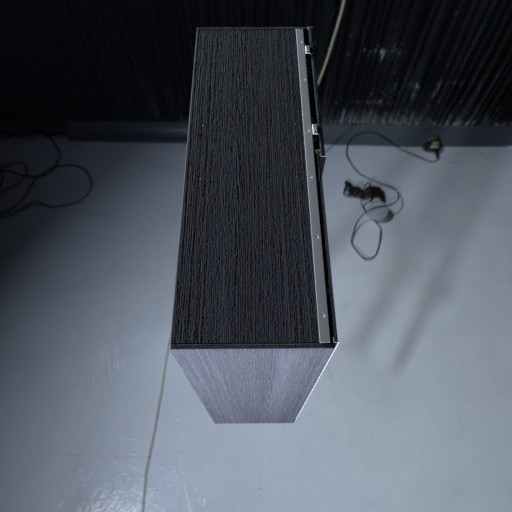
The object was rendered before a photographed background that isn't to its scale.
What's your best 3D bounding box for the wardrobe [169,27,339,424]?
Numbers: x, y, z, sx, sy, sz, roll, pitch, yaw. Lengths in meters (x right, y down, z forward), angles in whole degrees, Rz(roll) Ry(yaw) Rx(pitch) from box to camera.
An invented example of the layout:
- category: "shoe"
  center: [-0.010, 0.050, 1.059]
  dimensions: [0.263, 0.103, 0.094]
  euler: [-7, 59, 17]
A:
- category: "wardrobe"
  center: [0.000, 0.000, 2.849]
  dimensions: [0.629, 1.960, 1.780]
  euler: [0, 62, 0]
